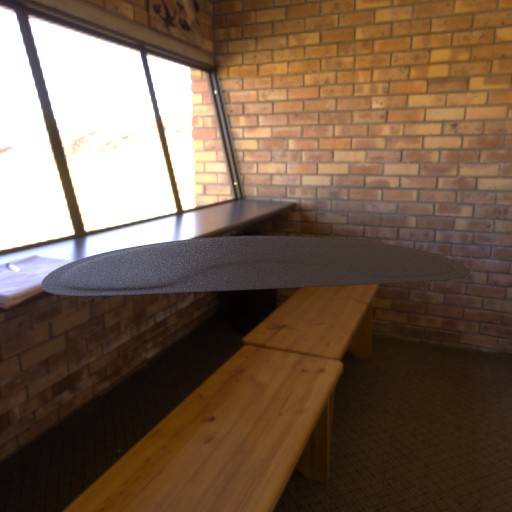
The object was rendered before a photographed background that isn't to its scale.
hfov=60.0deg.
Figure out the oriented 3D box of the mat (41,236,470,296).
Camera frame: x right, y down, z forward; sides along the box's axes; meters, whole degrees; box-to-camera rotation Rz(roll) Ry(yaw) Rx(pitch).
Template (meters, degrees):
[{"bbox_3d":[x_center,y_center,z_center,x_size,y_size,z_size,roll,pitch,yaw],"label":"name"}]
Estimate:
[{"bbox_3d":[0.000,0.000,1.829,1.524,0.013,0.913,-2,13,-8],"label":"mat"}]
